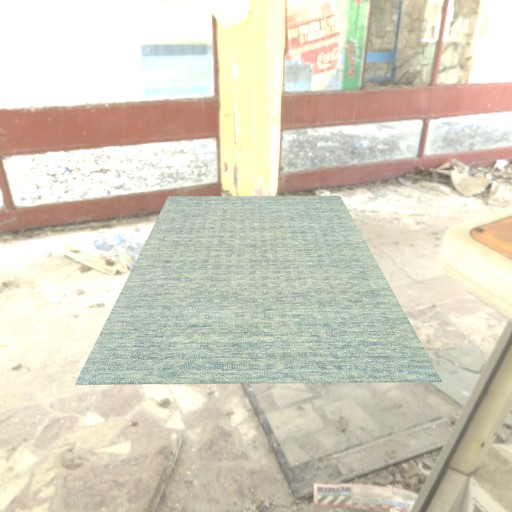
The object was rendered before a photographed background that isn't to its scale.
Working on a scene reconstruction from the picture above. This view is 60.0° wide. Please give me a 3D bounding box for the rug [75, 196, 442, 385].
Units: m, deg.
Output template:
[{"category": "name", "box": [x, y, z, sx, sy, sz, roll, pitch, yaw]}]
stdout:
[{"category": "rug", "box": [0.000, 0.000, 2.161, 1.142, 0.006, 1.752, 0, 27, -1]}]
